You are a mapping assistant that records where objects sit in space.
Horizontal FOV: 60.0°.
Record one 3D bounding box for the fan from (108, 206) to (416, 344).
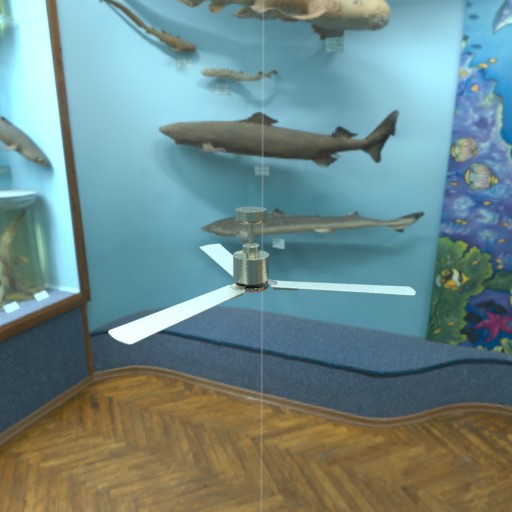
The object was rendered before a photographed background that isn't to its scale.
[{"bbox_3d":[0.000,0.000,2.337,1.561,0.446,1.531,8,18,25],"label":"fan"}]
